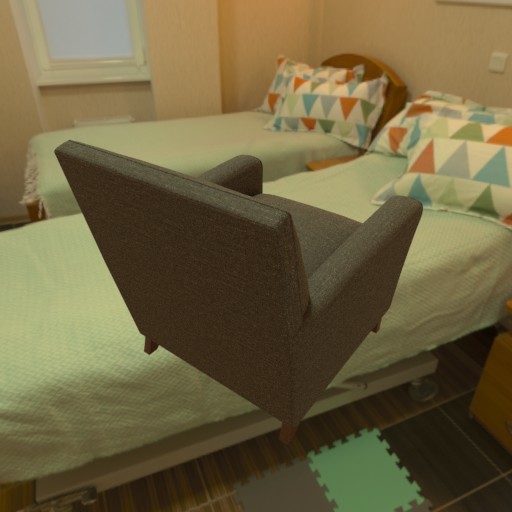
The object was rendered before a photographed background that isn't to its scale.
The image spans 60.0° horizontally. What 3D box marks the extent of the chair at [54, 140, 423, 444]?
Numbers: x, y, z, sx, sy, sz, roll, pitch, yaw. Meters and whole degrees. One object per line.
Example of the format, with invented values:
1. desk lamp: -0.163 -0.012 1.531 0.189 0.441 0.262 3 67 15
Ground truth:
1. chair: 0.000 0.000 1.564 0.838 0.885 0.875 22 38 31
